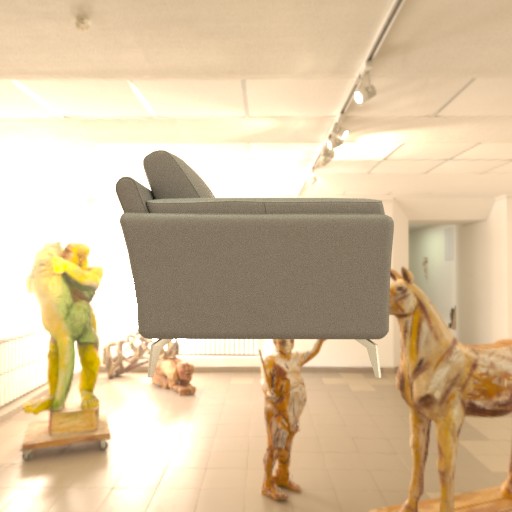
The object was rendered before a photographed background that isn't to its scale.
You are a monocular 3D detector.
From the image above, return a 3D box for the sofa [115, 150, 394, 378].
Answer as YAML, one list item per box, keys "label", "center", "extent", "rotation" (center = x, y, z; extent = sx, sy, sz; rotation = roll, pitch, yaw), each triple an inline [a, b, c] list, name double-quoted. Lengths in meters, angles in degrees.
- label: "sofa"
  center: [0.000, 0.000, 2.654]
  extent: [1.049, 0.930, 2.101]
  rotation: [0, -1, 1]
